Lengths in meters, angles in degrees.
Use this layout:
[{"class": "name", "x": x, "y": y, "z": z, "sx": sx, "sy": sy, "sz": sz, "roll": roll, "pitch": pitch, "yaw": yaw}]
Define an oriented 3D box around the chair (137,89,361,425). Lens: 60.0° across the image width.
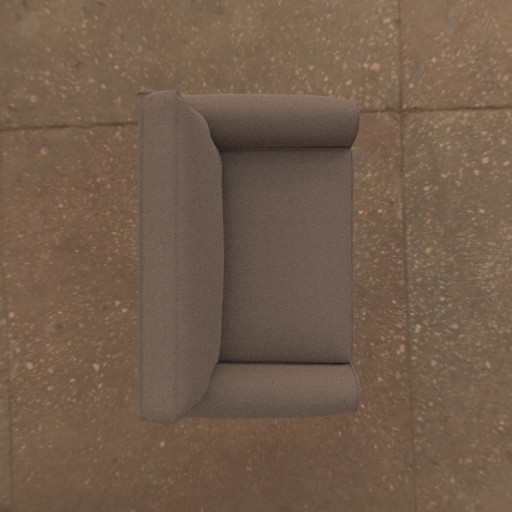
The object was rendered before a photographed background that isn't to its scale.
[{"class": "chair", "x": 0.000, "y": 0.000, "z": 2.020, "sx": 0.930, "sy": 0.930, "sz": 1.390, "roll": 0, "pitch": 90, "yaw": 0}]
